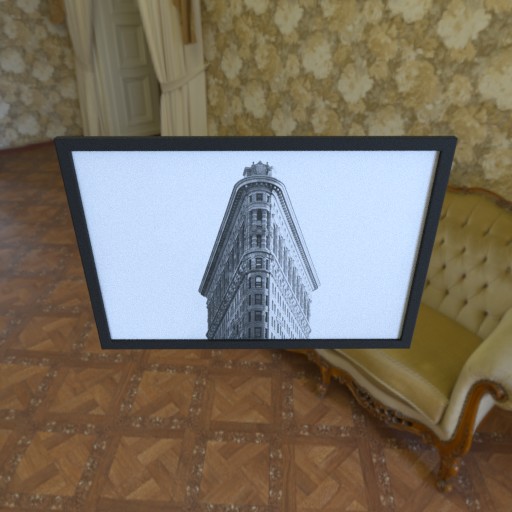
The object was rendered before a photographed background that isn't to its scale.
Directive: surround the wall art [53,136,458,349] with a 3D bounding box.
[{"bbox_3d":[0.000,0.000,1.230,0.964,0.659,0.049,1,30,1],"label":"wall art"}]
